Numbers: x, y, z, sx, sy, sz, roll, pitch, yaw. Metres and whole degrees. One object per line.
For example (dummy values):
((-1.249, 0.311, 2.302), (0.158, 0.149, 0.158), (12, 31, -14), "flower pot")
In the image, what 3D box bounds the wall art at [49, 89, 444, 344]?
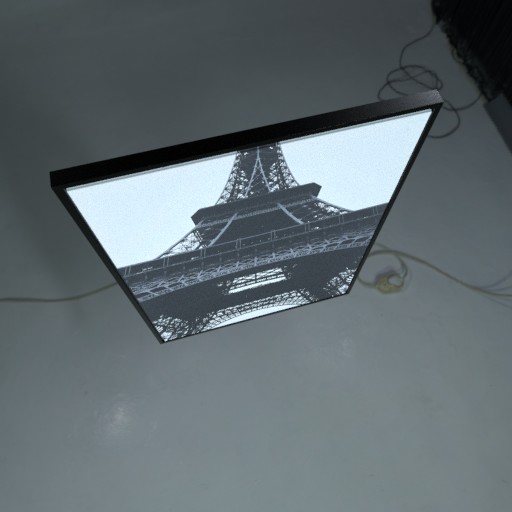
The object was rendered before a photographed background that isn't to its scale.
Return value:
((0.000, 0.000, 1.356), (0.805, 1.062, 0.040), (-14, 64, -7), "wall art")
